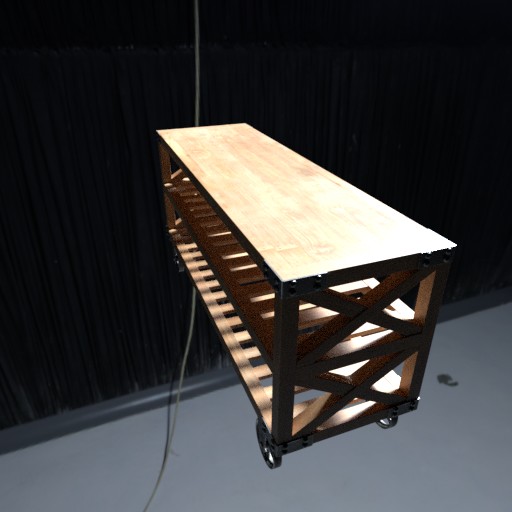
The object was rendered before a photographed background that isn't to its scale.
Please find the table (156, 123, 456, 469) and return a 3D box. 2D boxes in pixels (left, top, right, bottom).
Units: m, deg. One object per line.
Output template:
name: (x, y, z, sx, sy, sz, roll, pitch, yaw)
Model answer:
table: (0.000, 0.000, 1.756, 0.467, 0.711, 1.487, -10, 30, -19)
